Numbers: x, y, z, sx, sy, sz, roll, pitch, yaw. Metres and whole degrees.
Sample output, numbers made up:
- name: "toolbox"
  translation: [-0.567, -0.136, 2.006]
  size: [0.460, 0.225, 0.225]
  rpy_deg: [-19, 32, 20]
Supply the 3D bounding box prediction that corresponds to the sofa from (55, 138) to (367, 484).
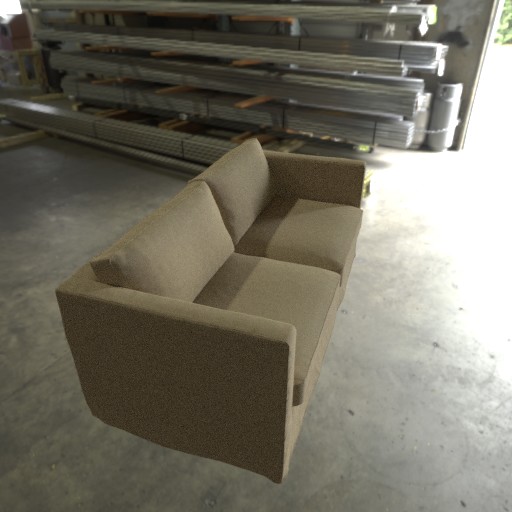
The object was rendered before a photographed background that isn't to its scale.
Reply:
- name: "sofa"
  translation: [0.000, 0.000, 2.450]
  size: [0.962, 0.835, 1.959]
  rpy_deg: [10, 32, 17]
